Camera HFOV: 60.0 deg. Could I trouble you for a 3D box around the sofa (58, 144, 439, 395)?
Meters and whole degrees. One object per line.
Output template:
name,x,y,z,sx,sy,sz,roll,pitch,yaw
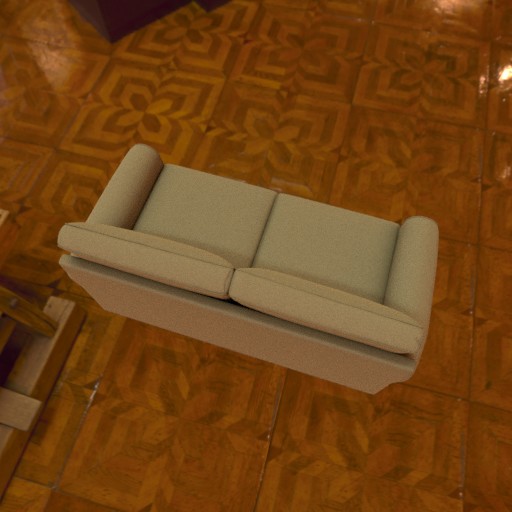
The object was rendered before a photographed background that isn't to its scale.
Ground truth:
sofa,0.000,0.000,2.505,1.930,0.952,0.940,16,65,8
